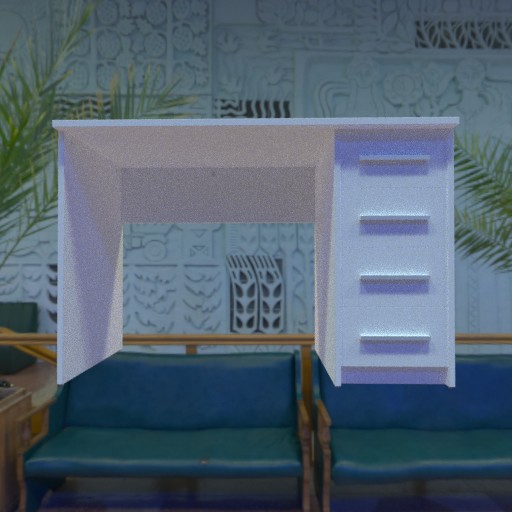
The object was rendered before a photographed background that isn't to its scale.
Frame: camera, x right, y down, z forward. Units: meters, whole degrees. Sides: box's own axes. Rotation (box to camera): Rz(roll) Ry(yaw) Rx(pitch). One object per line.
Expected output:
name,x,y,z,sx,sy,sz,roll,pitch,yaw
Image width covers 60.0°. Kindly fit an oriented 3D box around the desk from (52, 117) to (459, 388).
desk,0.000,0.000,1.465,1.096,0.730,0.560,0,-1,1
